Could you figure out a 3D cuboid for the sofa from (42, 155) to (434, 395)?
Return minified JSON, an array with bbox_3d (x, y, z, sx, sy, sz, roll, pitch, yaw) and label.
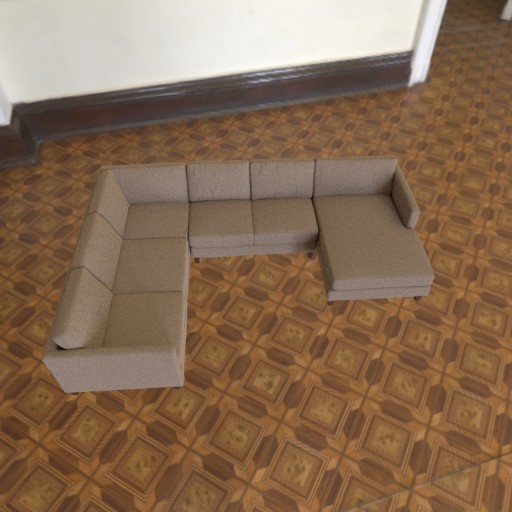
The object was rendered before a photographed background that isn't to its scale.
[{"bbox_3d":[0.000,0.000,4.442,3.438,0.865,2.424,-3,47,-2],"label":"sofa"}]
